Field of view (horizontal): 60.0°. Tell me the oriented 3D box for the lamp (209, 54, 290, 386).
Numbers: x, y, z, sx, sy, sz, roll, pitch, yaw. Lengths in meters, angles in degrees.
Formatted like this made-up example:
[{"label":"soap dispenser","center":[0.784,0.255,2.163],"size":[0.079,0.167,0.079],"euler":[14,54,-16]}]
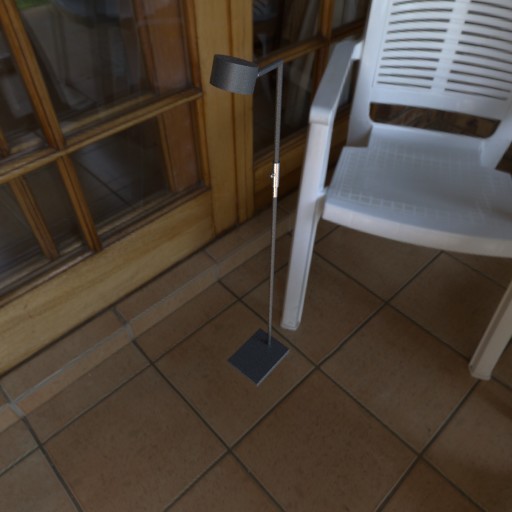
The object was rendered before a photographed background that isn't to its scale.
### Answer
[{"label":"lamp","center":[0.000,0.000,1.725],"size":[0.203,1.600,0.304],"euler":[32,55,26]}]
